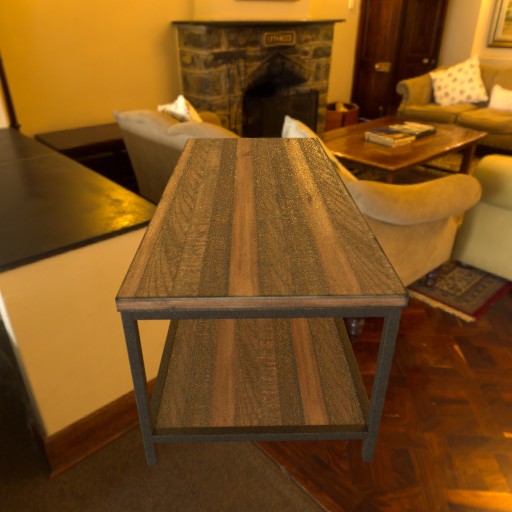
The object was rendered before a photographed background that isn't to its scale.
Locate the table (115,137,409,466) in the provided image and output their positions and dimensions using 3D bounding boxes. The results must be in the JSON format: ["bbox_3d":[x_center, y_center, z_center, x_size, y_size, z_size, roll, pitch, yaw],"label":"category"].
[{"bbox_3d":[0.000,0.000,1.209,0.452,0.399,0.990,-1,29,-1],"label":"table"}]
